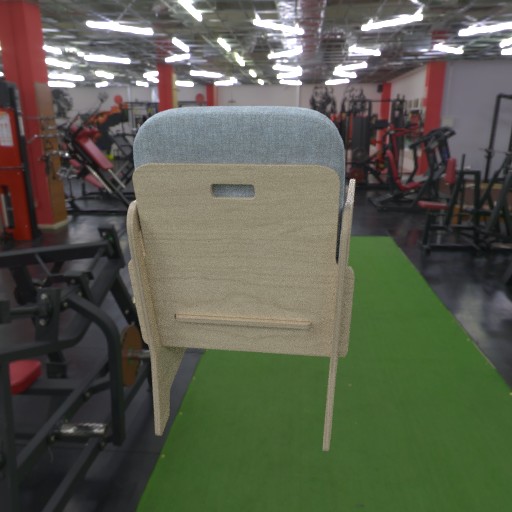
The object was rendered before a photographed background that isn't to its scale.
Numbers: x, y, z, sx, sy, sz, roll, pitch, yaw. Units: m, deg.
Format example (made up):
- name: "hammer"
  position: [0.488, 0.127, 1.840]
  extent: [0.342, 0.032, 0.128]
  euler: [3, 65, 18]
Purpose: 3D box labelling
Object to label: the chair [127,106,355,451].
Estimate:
- name: "chair"
  position: [0.000, 0.000, 1.284]
  extent: [0.590, 0.800, 0.710]
  euler: [2, 17, 7]
